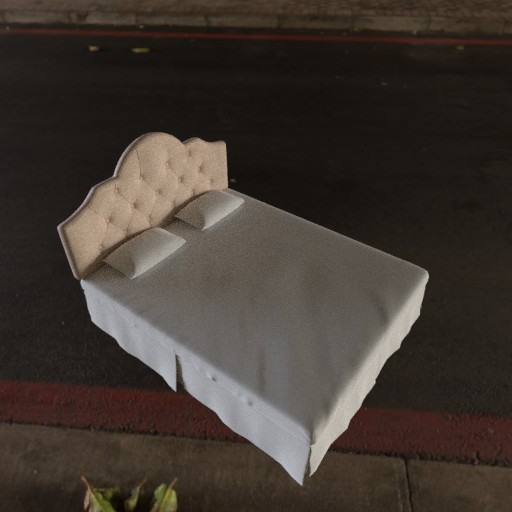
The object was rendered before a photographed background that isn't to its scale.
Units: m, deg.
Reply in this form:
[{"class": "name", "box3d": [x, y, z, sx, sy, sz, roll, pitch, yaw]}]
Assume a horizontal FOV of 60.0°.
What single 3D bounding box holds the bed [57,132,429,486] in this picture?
[{"class": "bed", "box3d": [0.000, 0.000, 2.971, 1.970, 1.194, 1.667, 26, 46, 28]}]
